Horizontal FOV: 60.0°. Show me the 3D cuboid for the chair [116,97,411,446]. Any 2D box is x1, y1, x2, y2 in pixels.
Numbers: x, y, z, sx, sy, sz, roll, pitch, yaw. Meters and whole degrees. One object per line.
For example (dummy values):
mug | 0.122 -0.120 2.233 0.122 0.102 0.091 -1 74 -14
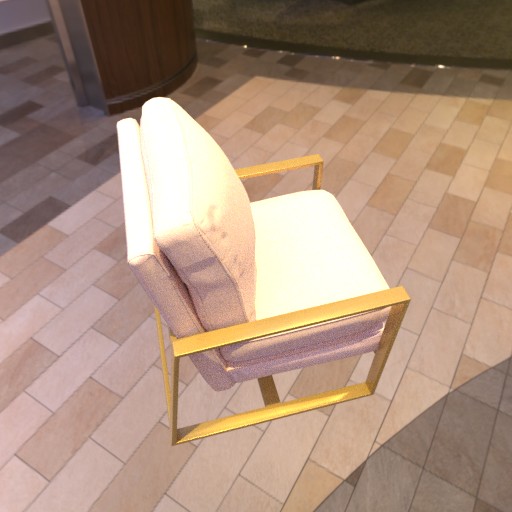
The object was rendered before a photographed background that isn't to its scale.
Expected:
chair | 0.000 0.000 1.532 0.813 0.956 0.758 -11 47 -10
